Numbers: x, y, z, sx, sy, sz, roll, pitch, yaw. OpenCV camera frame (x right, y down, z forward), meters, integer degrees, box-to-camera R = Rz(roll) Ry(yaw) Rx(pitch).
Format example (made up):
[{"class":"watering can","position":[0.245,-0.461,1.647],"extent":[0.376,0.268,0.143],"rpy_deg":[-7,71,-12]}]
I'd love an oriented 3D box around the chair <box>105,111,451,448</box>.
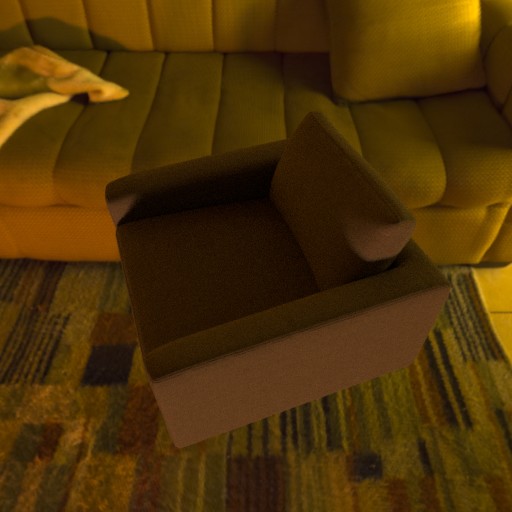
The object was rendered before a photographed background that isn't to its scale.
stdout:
[{"class":"chair","position":[0.000,0.000,1.896],"extent":[1.100,0.847,1.070],"rpy_deg":[-15,49,-14]}]
